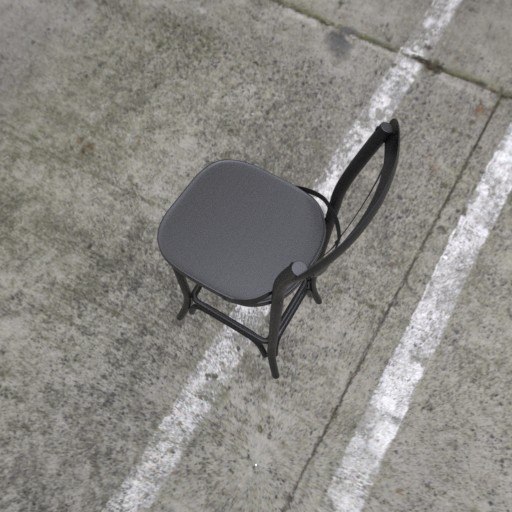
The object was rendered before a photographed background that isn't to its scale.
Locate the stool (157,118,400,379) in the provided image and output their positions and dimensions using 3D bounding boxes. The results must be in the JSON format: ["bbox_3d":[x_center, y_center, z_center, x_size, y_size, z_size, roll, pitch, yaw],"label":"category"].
[{"bbox_3d":[0.000,0.000,1.452,0.584,1.168,0.457,29,68,13],"label":"stool"}]
